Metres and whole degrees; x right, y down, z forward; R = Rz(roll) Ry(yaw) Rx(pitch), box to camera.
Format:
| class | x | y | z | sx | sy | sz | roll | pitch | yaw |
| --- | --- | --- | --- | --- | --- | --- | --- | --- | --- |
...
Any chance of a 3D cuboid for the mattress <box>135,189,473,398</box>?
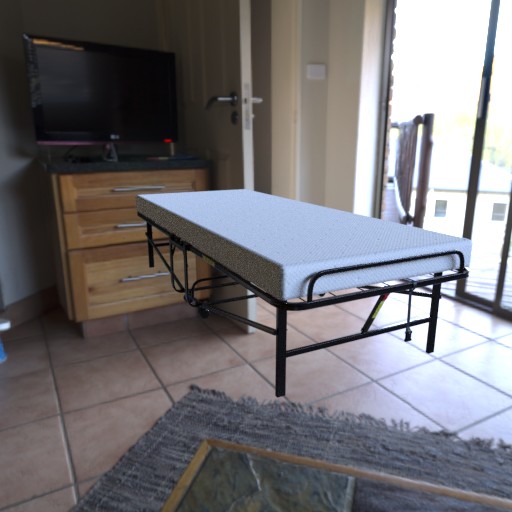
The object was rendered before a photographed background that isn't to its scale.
| class | x | y | z | sx | sy | sz | roll | pitch | yaw |
| --- | --- | --- | --- | --- | --- | --- | --- | --- | --- |
| mattress | 0.000 | 0.000 | 2.515 | 0.922 | 0.519 | 2.153 | -7 | 16 | -26 |
